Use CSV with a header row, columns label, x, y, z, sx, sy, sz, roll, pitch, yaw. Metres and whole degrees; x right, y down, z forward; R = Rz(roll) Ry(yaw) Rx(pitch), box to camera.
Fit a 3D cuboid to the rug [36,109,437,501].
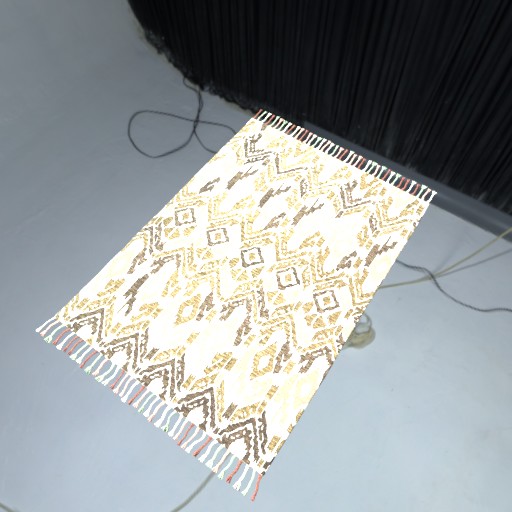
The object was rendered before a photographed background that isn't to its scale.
label,x,y,z,sx,sy,sz,roll,pitch,yaw
rug,0.000,0.000,2.248,1.219,0.008,1.829,31,64,17
